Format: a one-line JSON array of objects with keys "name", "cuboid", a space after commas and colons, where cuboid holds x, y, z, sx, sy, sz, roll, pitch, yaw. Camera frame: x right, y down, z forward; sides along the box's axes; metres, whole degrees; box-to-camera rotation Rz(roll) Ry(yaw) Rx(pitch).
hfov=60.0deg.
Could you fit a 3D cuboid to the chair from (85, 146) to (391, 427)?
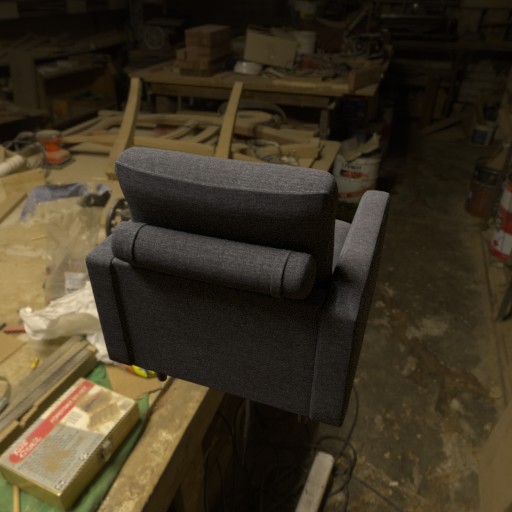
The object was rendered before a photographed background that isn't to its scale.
[{"name": "chair", "cuboid": [0.000, 0.000, 1.562, 0.821, 0.880, 0.843, 11, 34, 17]}]
